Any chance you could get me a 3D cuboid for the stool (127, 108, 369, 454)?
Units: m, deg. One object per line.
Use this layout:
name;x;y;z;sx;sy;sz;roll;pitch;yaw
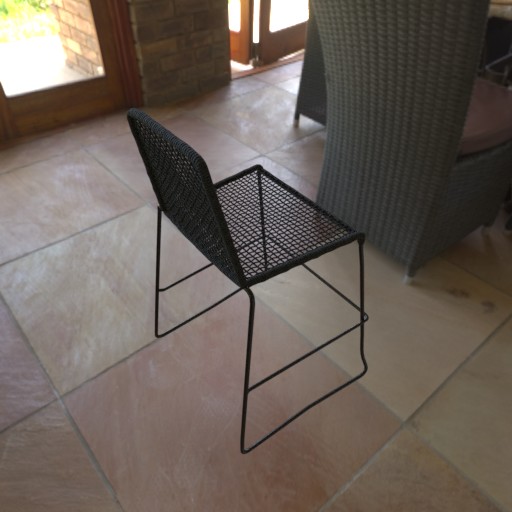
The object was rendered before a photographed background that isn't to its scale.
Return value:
stool;0.000;0.000;1.260;0.509;0.905;0.590;-27;48;-27
